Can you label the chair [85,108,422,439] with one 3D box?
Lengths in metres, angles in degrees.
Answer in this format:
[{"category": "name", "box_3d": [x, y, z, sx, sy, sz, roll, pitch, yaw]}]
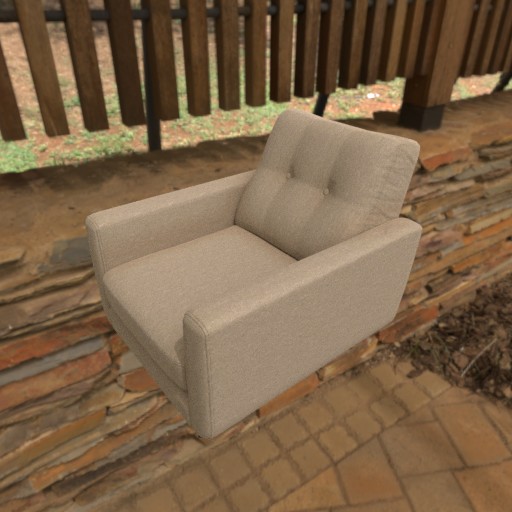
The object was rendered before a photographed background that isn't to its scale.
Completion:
[{"category": "chair", "box_3d": [0.000, 0.000, 1.839, 1.128, 0.965, 0.897, -22, 38, -32]}]
